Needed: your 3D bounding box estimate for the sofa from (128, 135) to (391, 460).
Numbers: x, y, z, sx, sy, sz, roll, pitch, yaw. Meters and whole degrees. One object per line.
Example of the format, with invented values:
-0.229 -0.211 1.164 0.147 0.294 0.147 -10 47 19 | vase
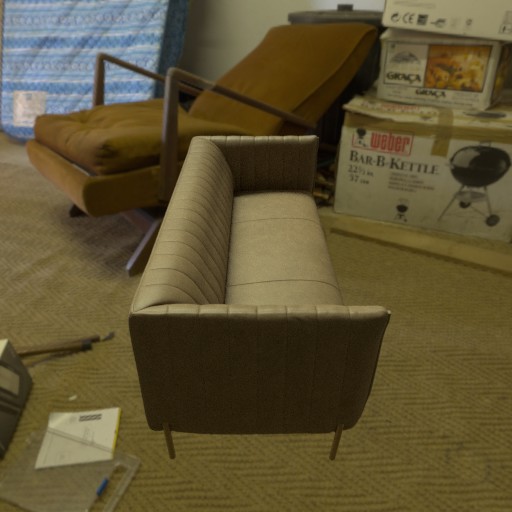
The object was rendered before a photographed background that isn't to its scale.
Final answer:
0.000 0.000 2.437 0.876 0.779 1.980 0 32 0 | sofa
